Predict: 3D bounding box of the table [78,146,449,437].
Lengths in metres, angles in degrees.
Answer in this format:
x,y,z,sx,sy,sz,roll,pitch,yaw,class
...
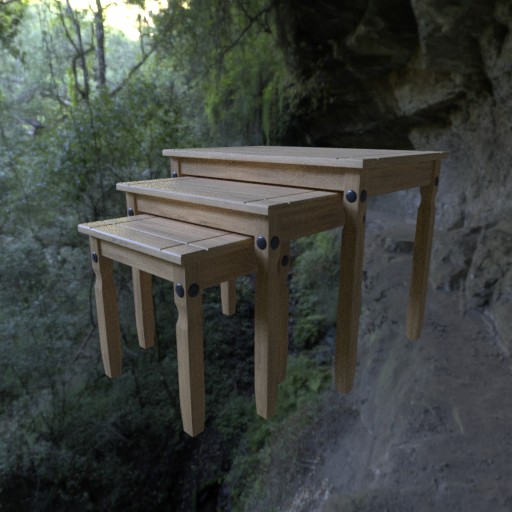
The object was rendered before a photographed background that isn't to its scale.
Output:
x,y,z,sx,sy,sz,roll,pitch,yaw,class
0.000,0.000,1.179,0.660,0.535,0.773,14,21,41,table
